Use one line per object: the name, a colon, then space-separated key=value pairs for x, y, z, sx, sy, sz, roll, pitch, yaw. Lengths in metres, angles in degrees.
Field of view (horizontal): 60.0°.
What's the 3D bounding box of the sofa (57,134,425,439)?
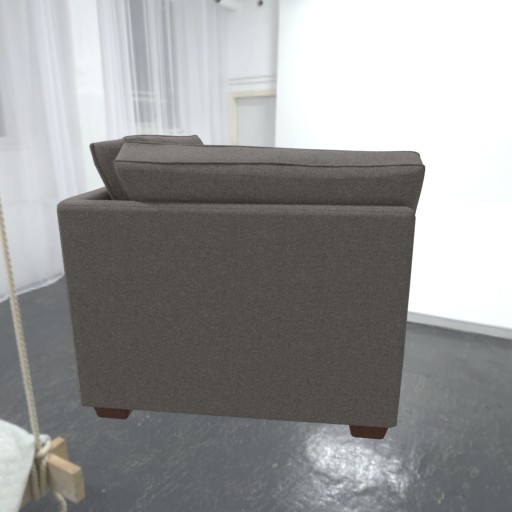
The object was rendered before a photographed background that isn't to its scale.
sofa: x=0.000 y=0.000 z=1.796 sx=1.050 sy=0.951 sz=1.042 roll=2 pitch=16 yaw=7
